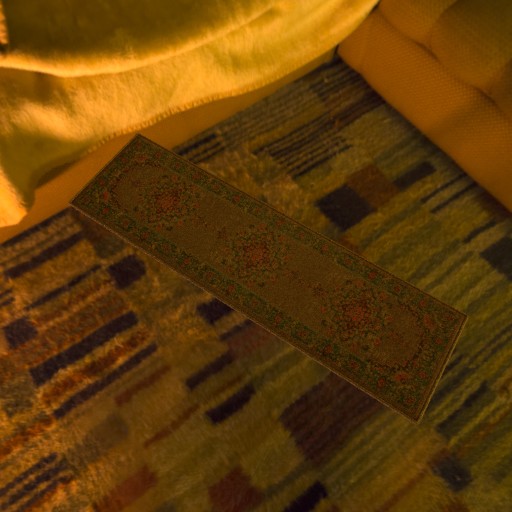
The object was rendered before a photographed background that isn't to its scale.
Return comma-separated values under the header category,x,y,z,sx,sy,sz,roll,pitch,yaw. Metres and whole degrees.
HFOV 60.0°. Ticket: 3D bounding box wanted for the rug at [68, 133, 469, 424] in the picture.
category,x,y,z,sx,sy,sz,roll,pitch,yaw
rug,0.000,0.000,2.524,2.297,0.019,0.659,31,68,14
